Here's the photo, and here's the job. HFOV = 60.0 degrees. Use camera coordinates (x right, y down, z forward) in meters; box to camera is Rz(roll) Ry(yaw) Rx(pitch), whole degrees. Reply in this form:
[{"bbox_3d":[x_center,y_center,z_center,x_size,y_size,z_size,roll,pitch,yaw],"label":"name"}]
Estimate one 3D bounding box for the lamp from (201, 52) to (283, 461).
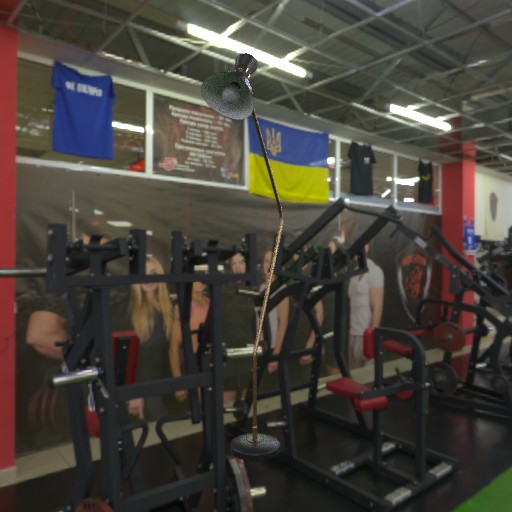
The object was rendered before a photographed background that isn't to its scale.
[{"bbox_3d":[0.000,0.000,1.590,0.467,1.438,0.277,0,0,-37],"label":"lamp"}]
